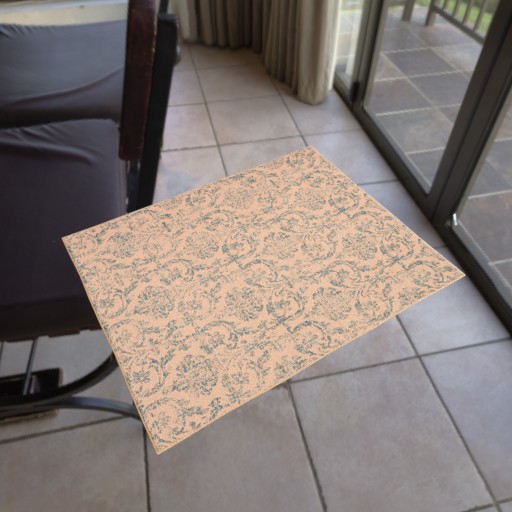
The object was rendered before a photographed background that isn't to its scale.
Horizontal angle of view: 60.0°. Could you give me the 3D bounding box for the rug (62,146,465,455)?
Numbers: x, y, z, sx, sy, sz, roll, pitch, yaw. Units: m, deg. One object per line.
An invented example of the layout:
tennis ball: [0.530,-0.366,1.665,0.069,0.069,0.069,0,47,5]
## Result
rug: [0.000,0.000,4.143,2.980,0.012,2.363,-24,53,-20]
